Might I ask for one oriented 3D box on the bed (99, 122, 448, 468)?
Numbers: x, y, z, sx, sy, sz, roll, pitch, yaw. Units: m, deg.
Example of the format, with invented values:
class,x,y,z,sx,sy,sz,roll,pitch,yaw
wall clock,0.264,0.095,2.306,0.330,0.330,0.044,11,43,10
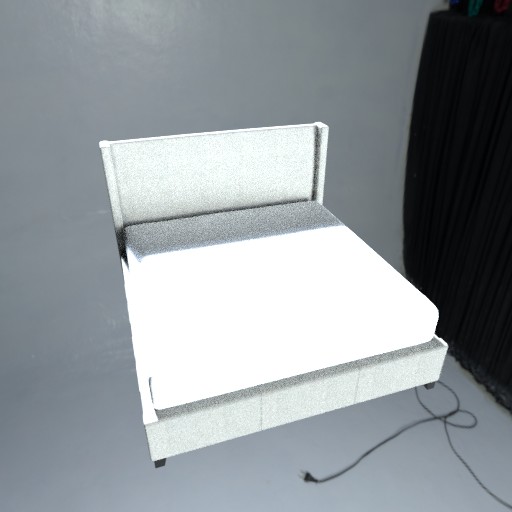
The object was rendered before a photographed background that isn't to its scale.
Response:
class,x,y,z,sx,sy,sz,roll,pitch,yaw
bed,0.000,0.000,3.621,2.140,1.470,2.280,-10,32,-16
